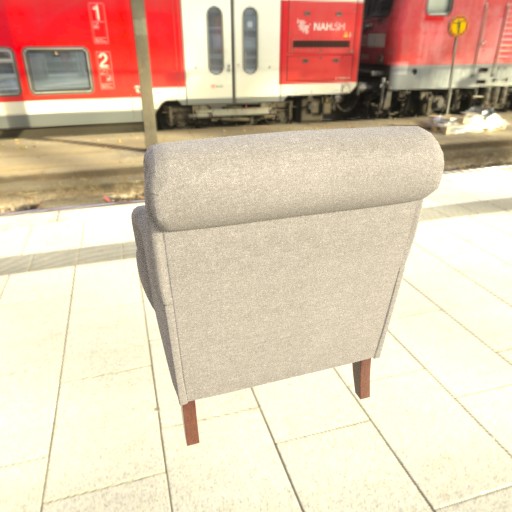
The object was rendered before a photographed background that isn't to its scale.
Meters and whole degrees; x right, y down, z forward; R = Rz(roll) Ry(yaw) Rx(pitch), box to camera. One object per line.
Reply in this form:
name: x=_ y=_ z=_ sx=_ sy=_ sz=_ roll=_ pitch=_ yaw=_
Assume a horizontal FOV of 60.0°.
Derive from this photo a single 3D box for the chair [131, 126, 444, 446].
chair: x=0.000 y=0.000 z=1.515 sx=0.766 sy=0.942 sz=0.843 roll=-8 pitch=27 yaw=-17
